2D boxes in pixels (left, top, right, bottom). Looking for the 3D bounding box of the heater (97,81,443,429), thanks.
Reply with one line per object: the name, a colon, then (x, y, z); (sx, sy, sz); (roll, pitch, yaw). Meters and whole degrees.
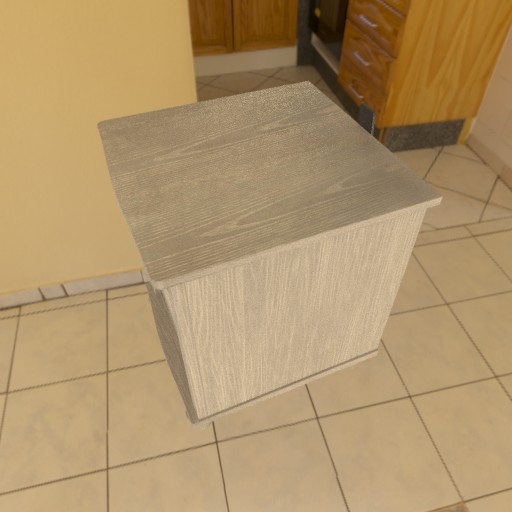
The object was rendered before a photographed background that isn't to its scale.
heater: (0.000, 0.000, 0.772); (0.400, 0.481, 0.362); (-17, 48, -16)
